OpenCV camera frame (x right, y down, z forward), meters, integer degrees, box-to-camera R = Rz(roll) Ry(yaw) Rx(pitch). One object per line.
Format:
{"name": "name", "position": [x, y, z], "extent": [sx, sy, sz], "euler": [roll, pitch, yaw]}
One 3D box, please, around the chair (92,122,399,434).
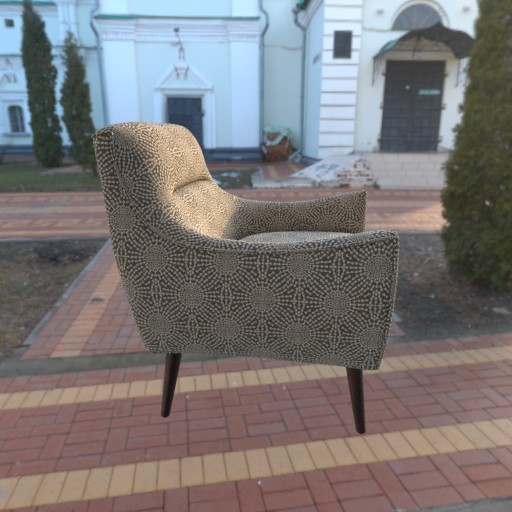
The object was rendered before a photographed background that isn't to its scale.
{"name": "chair", "position": [0.000, 0.000, 1.453], "extent": [0.787, 0.838, 0.762], "euler": [2, 16, 7]}
